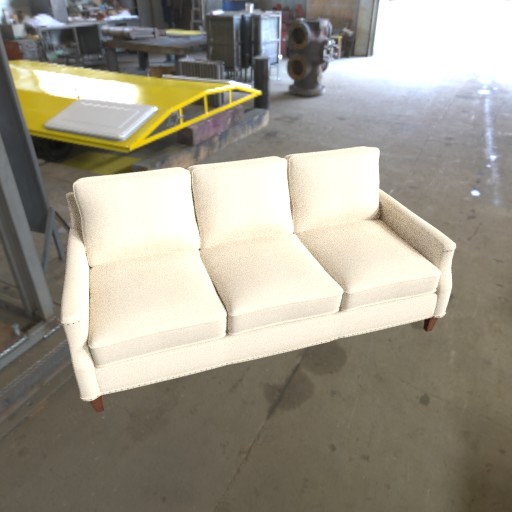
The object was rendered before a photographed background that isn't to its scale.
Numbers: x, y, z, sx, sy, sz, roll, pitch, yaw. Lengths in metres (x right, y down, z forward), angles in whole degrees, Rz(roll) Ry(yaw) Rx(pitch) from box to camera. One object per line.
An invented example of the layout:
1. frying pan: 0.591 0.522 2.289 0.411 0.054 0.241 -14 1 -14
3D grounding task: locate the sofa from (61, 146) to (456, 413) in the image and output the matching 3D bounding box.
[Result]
1. sofa: 0.000 0.000 2.806 2.246 1.003 1.084 -10 34 -15
